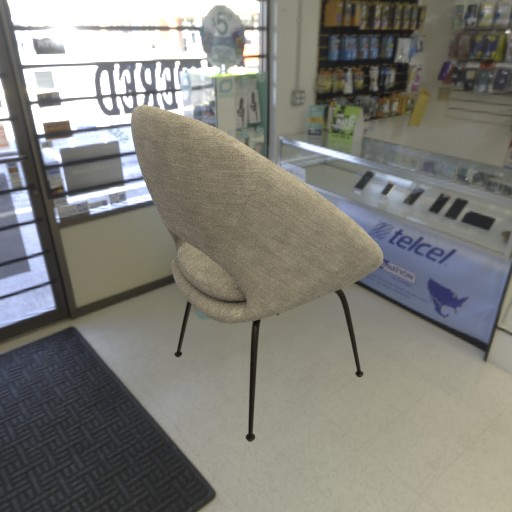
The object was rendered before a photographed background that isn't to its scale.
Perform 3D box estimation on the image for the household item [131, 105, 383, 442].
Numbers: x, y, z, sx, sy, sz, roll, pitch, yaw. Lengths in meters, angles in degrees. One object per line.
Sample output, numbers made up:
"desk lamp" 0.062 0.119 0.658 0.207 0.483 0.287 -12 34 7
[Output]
"household item" 0.000 0.000 1.282 0.587 0.869 0.643 -18 32 -31
